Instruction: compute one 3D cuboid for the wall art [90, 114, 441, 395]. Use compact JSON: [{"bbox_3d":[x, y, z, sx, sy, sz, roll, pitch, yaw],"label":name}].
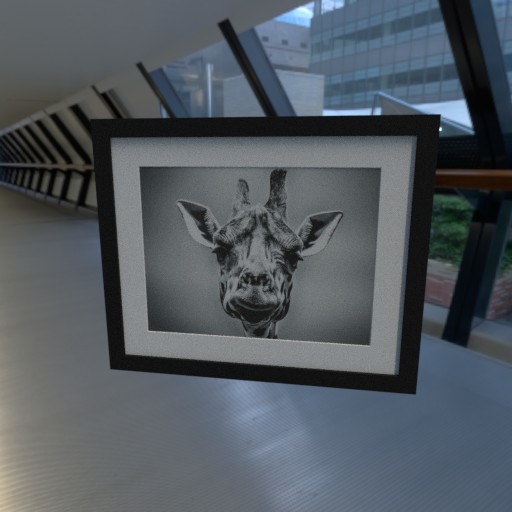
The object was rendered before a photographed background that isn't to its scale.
[{"bbox_3d":[0.000,0.000,0.763,0.558,0.457,0.031,2,13,9],"label":"wall art"}]
